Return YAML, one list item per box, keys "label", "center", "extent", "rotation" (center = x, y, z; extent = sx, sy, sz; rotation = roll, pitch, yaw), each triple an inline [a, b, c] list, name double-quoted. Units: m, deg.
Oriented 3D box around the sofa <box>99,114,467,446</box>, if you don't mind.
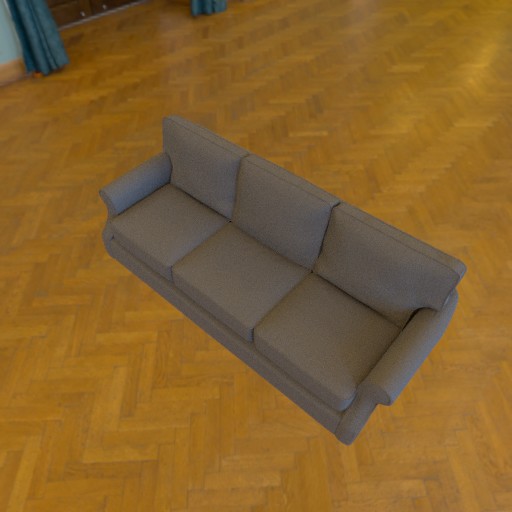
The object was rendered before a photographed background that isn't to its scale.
- label: "sofa"
  center: [0.000, 0.000, 2.860]
  extent: [2.353, 0.948, 0.966]
  rotation: [33, 56, 26]
